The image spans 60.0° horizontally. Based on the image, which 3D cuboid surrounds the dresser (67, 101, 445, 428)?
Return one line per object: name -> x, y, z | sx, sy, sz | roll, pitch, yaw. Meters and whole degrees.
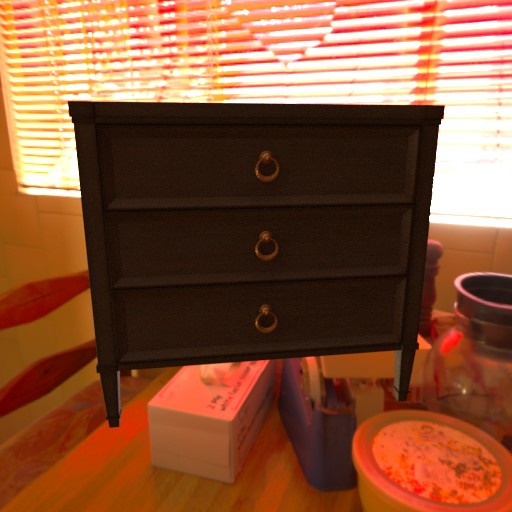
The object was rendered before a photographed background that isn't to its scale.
dresser -> 0.000, 0.000, 1.555 | 1.049, 0.986, 0.463 | -2, 15, -8
